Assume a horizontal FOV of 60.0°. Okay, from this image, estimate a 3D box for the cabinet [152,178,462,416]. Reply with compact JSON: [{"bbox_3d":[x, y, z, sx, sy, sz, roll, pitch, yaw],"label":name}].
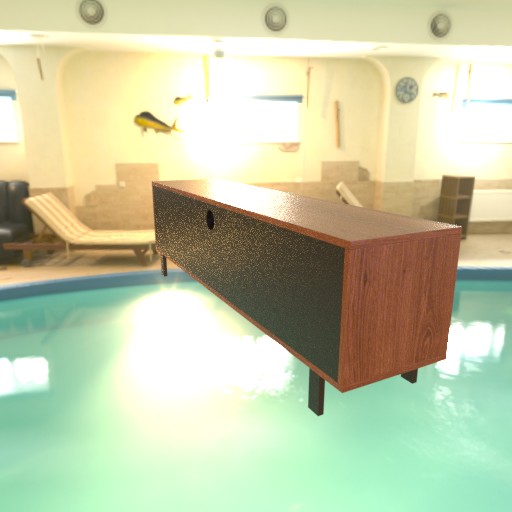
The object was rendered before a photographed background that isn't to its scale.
[{"bbox_3d":[0.000,0.000,1.841,0.400,0.500,1.650,-8,17,-27],"label":"cabinet"}]
